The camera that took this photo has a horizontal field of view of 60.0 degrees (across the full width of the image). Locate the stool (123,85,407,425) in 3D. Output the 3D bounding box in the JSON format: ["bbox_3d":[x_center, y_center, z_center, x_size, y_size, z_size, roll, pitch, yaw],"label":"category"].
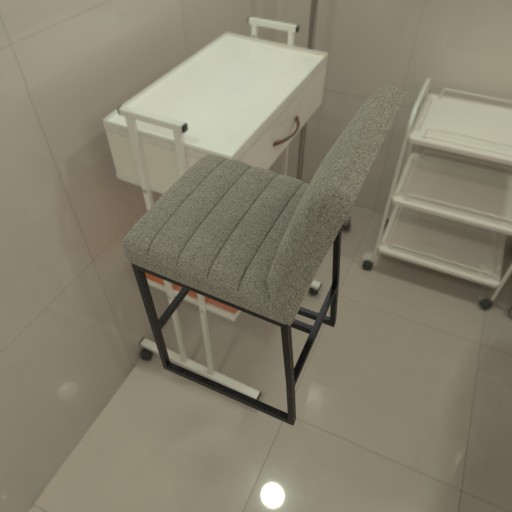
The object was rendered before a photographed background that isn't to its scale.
[{"bbox_3d":[0.000,0.000,1.275,0.560,0.940,0.460,18,49,17],"label":"stool"}]
